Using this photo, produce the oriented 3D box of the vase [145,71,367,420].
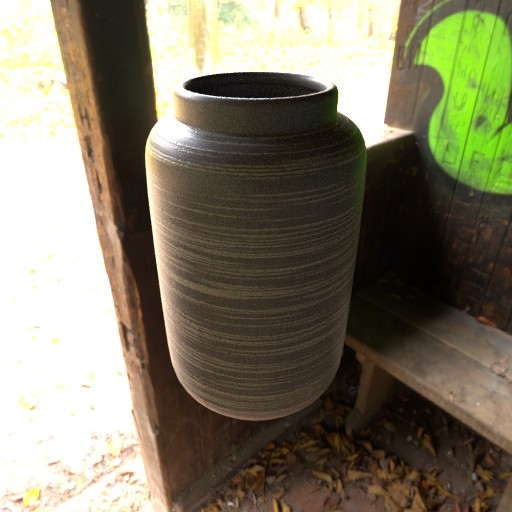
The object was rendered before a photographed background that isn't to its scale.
[{"bbox_3d":[0.000,0.000,0.676,0.297,0.499,0.297,0,31,0],"label":"vase"}]
